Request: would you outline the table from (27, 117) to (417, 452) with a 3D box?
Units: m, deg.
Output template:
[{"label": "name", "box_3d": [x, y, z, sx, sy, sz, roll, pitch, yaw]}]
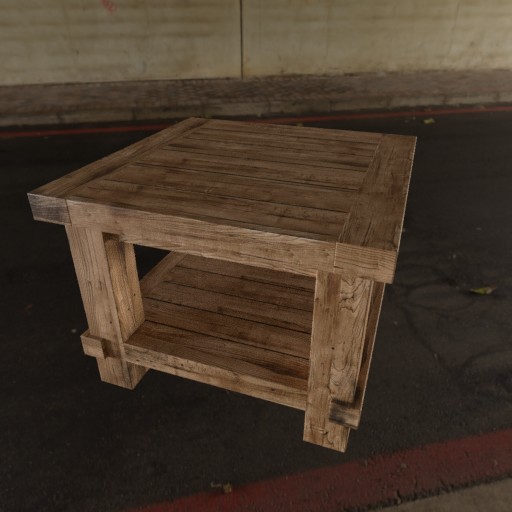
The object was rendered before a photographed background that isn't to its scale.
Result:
[{"label": "table", "box_3d": [0.000, 0.000, 1.027, 0.610, 0.457, 0.610, 10, 31, 17]}]
